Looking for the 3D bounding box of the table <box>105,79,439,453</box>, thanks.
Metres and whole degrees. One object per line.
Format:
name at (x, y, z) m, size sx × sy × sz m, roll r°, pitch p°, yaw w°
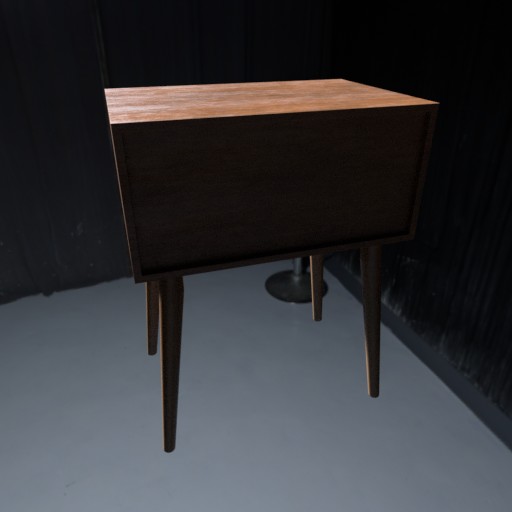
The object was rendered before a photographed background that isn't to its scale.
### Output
table at (0.000, 0.000, 0.841) m, size 0.454 × 0.580 × 0.307 m, roll -9°, pitch 29°, yaw -16°
